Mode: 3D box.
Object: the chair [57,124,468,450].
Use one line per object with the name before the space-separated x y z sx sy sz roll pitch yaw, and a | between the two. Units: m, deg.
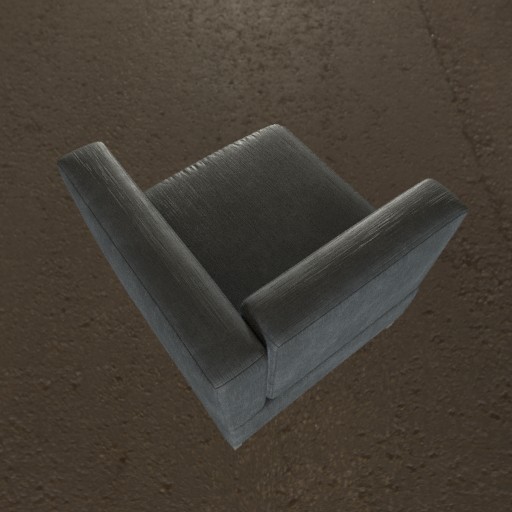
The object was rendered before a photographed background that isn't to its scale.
chair | 0.000 0.000 1.221 0.680 0.660 0.680 -33 64 -18
